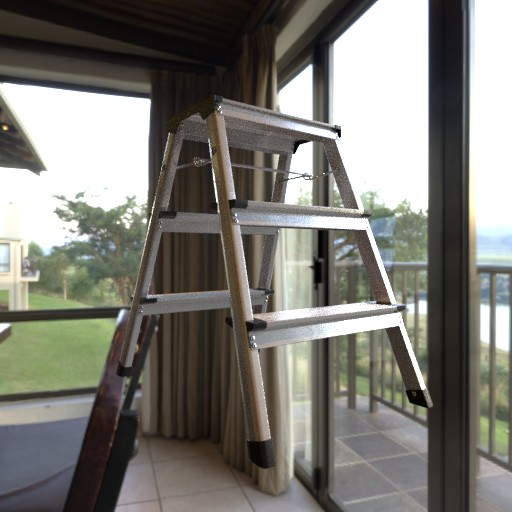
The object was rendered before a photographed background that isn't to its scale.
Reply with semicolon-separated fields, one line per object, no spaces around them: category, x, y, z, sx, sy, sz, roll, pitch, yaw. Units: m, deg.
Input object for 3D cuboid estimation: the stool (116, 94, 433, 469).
stool;0.000;0.000;1.011;0.437;0.605;0.622;-1;1;-37
